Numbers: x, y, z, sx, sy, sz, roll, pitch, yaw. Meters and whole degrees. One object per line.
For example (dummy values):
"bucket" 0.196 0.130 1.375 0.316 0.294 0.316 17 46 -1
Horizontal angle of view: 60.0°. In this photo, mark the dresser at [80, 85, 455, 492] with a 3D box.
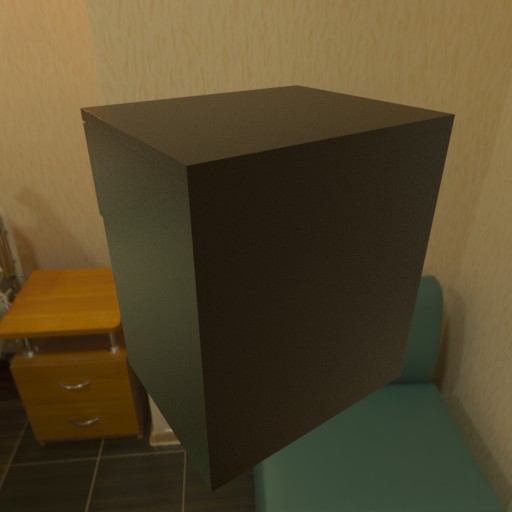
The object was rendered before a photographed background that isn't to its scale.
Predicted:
"dresser" 0.000 0.000 0.736 0.400 0.470 0.360 -18 34 -30
